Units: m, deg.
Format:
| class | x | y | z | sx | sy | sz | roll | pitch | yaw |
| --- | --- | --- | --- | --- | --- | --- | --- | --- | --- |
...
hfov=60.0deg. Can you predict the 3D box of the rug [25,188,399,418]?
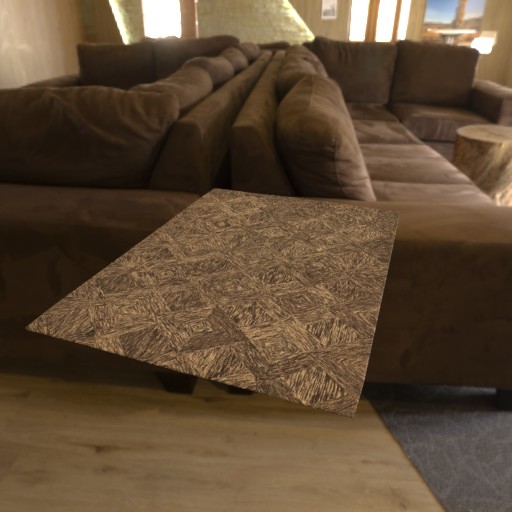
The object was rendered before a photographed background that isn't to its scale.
| class | x | y | z | sx | sy | sz | roll | pitch | yaw |
| --- | --- | --- | --- | --- | --- | --- | --- | --- | --- |
| rug | 0.000 | 0.000 | 5.251 | 2.997 | 0.020 | 4.093 | 10 | 29 | 18 |
